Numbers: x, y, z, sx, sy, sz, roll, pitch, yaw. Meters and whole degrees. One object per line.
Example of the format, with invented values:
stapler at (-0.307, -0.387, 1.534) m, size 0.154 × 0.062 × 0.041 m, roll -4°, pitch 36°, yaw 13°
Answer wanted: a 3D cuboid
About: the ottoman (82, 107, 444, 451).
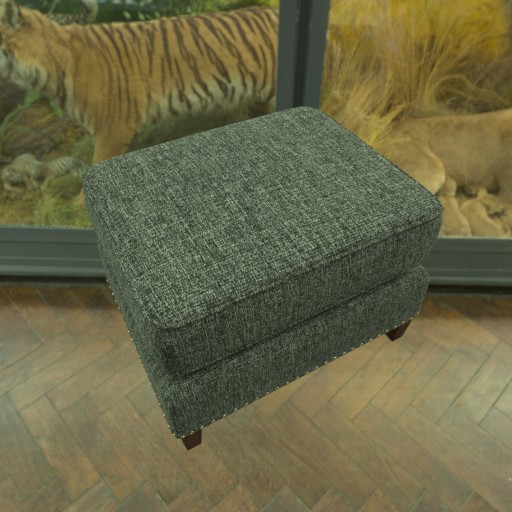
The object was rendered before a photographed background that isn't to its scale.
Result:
ottoman at (0.000, 0.000, 1.183) m, size 0.738 × 0.537 × 0.589 m, roll -22°, pitch 50°, yaw -20°
